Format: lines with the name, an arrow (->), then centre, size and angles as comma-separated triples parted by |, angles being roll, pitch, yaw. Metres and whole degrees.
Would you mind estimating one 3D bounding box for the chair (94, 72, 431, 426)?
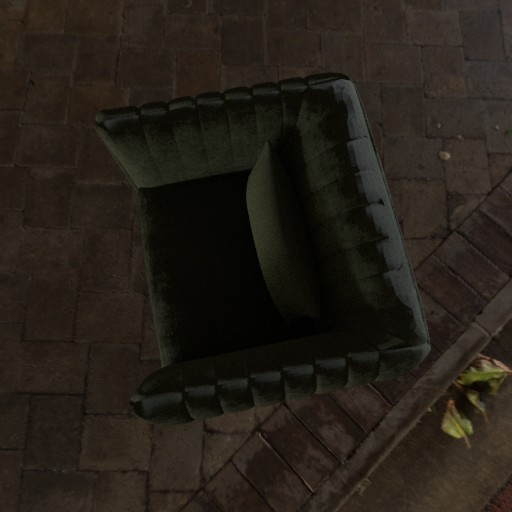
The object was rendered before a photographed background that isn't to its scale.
chair -> 0.000, 0.000, 1.664 | 0.877, 0.794, 1.032 | -11, 76, -3
